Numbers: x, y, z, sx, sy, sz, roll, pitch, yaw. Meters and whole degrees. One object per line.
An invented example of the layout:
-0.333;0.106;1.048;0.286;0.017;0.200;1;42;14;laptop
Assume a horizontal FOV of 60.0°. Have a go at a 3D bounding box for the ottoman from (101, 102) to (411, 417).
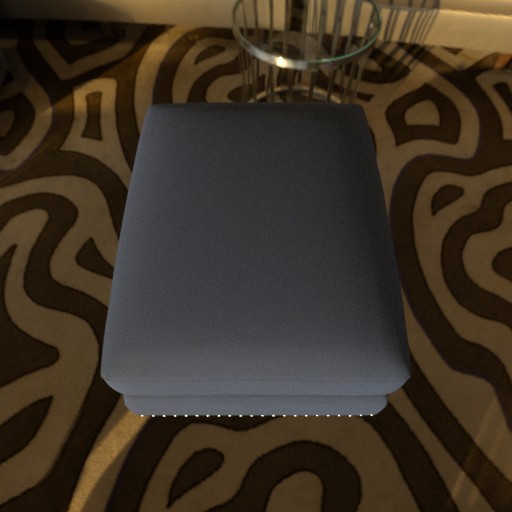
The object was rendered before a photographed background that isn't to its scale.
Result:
0.000;0.000;1.134;0.584;0.513;0.741;0;59;0;ottoman
